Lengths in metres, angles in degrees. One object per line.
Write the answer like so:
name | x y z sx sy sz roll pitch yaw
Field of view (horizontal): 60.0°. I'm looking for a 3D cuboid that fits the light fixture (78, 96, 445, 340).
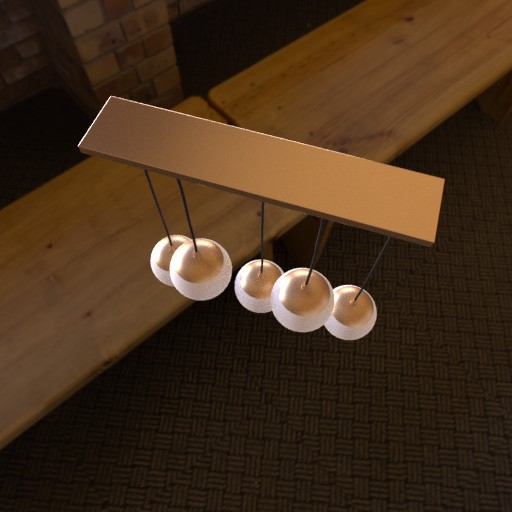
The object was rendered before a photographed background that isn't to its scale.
light fixture | 0.000 0.000 1.320 0.863 0.869 0.299 16 64 8
